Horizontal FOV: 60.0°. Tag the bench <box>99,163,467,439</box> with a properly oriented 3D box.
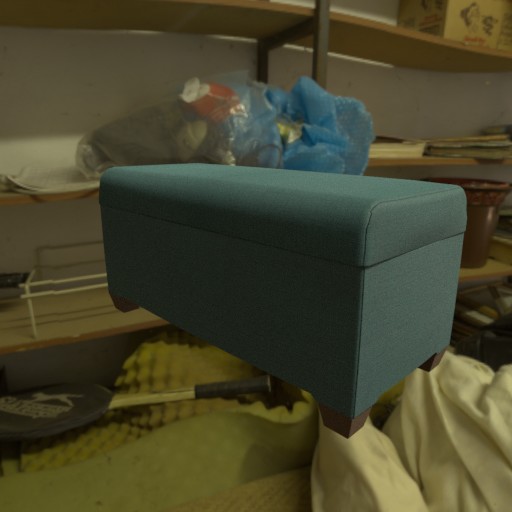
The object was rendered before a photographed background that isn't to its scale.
[{"bbox_3d":[0.000,0.000,1.258,0.476,0.474,0.995,-15,22,-43],"label":"bench"}]
